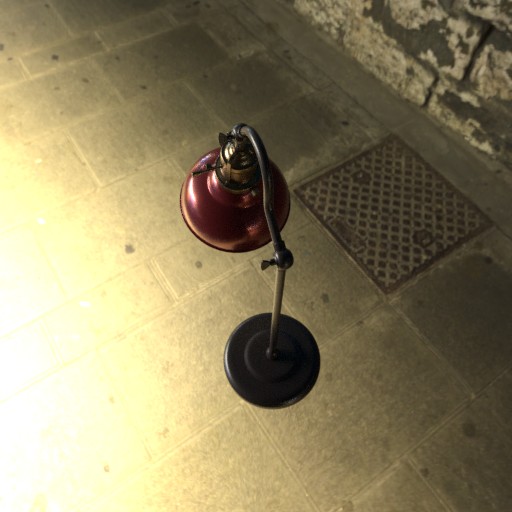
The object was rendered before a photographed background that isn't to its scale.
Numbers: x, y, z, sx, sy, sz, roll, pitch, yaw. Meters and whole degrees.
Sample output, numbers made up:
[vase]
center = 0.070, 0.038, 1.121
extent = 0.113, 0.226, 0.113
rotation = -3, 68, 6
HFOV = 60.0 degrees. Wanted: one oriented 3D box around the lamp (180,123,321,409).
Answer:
[lamp]
center = 0.000, 0.000, 0.699
extent = 0.192, 0.508, 0.374
rotation = -17, 61, -10
